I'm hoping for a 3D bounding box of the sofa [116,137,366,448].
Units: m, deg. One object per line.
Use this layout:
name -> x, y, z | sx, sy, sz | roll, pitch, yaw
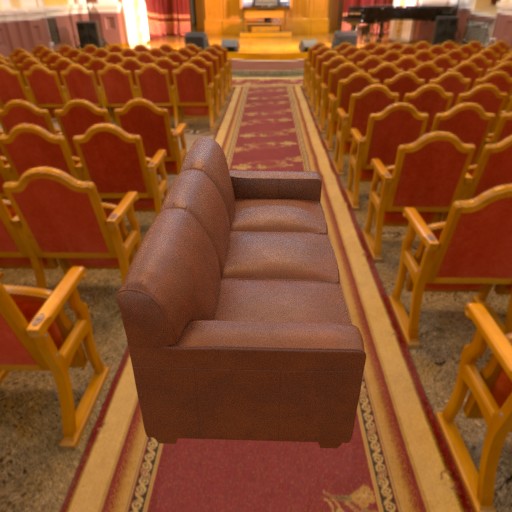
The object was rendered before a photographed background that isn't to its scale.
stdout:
sofa -> 0.000, 0.000, 2.686 | 1.008, 0.953, 2.039 | 1, 31, 2
